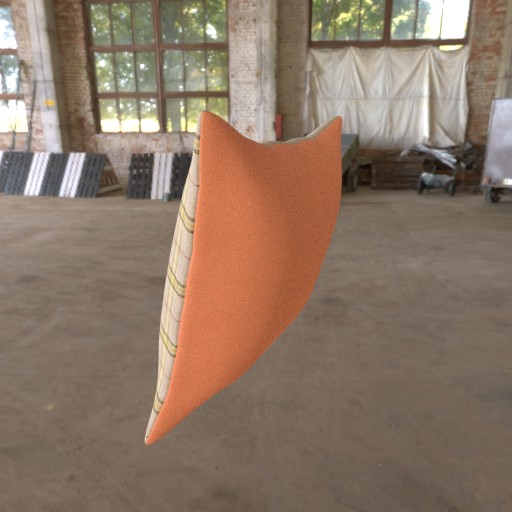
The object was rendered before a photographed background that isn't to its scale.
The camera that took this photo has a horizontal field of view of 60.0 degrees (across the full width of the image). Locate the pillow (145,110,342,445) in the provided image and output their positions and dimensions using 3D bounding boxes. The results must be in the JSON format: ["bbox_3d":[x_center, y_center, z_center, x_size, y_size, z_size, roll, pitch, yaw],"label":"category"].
[{"bbox_3d":[0.000,0.000,0.702,0.200,0.430,0.453,8,19,26],"label":"pillow"}]
